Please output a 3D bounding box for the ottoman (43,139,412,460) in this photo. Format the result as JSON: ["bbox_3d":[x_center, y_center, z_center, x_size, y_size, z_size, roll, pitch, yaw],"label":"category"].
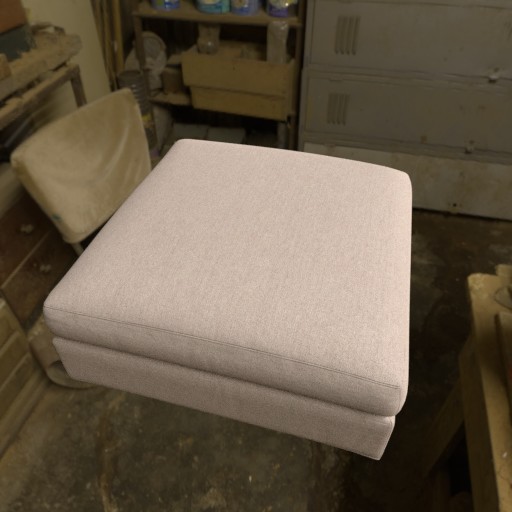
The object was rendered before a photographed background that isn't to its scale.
[{"bbox_3d":[0.000,0.000,1.589,1.041,0.470,1.041,10,43,11],"label":"ottoman"}]
